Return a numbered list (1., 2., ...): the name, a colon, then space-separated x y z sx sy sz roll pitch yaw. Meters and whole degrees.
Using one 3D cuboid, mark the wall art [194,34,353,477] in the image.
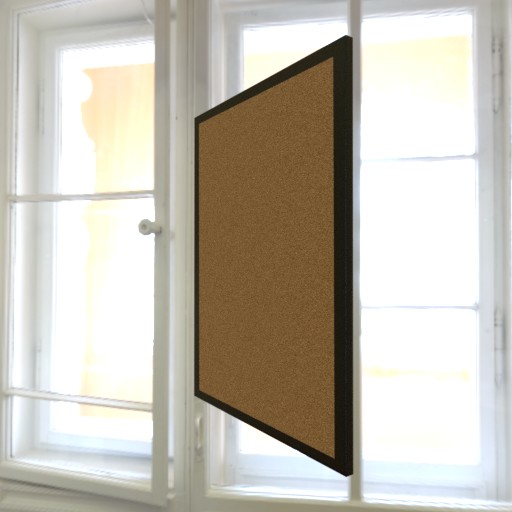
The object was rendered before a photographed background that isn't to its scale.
1. wall art: 0.000 0.000 0.857 0.016 0.657 0.480 0 0 -36
